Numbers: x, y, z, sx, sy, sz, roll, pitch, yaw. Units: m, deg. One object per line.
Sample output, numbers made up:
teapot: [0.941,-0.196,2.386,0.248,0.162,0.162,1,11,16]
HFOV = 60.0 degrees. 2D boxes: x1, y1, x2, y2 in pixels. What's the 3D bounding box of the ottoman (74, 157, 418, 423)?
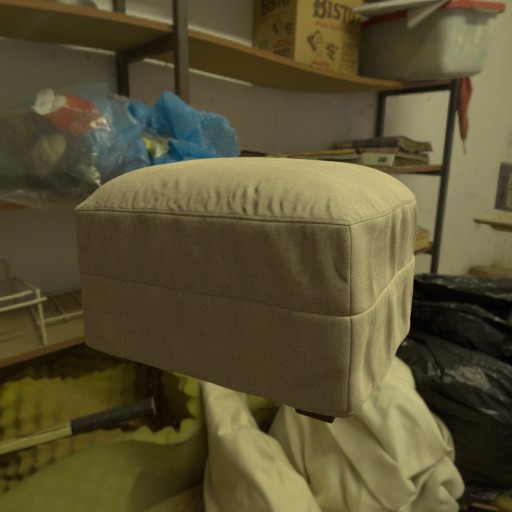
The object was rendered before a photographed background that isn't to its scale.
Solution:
ottoman: [0.000,0.000,1.107,0.712,0.480,0.584,8,16,28]
